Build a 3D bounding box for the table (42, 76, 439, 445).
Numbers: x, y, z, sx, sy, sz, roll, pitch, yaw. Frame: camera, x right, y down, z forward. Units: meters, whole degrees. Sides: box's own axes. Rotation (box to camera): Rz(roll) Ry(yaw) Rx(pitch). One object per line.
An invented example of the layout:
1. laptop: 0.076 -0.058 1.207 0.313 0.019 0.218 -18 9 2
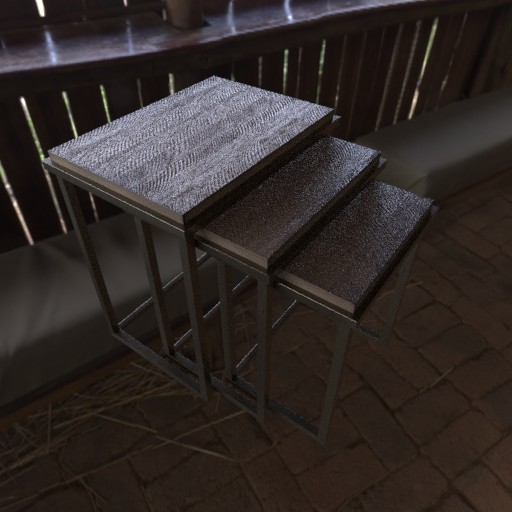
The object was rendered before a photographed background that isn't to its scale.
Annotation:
1. table: 0.000 0.000 1.131 0.706 0.610 0.559 26 48 26
